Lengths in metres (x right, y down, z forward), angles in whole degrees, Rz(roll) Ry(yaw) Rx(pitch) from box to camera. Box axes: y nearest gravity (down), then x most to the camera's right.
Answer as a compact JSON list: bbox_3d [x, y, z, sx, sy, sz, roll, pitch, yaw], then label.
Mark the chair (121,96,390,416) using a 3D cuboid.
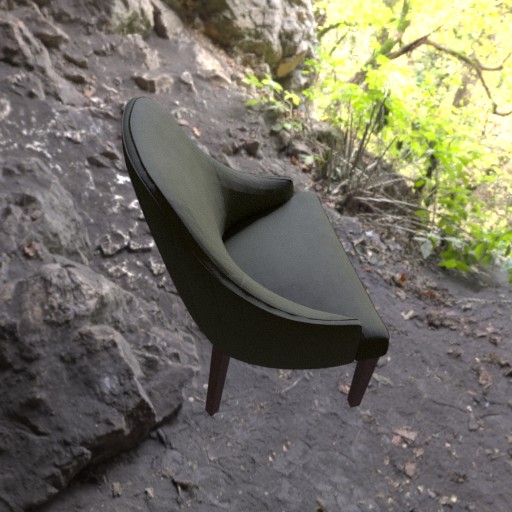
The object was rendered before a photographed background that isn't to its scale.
[{"bbox_3d":[0.000,0.000,1.256,0.575,0.889,0.643,-9,47,-9],"label":"chair"}]
